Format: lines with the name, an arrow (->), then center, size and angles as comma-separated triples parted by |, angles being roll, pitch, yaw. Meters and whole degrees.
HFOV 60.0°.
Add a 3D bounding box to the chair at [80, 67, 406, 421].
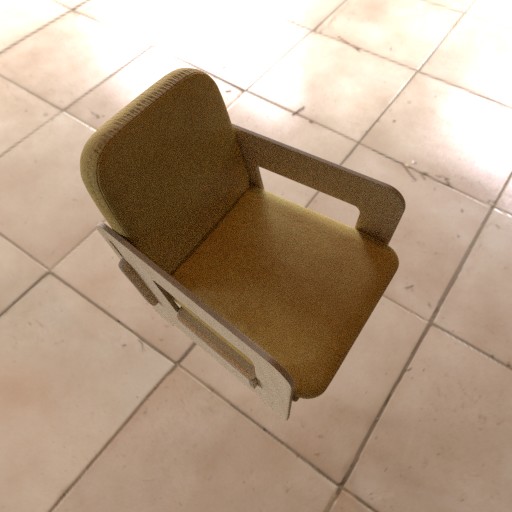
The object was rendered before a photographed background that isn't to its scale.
chair -> 0.000, 0.000, 1.273 | 0.710, 0.800, 0.590 | 30, 63, 17
